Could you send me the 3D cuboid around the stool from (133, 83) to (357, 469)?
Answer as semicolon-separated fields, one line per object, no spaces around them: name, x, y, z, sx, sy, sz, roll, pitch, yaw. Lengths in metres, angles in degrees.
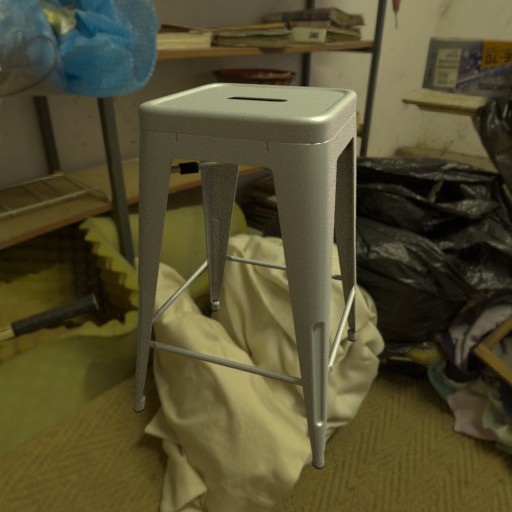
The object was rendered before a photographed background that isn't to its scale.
stool;0.000;0.000;0.889;0.406;0.610;0.406;10;30;18
